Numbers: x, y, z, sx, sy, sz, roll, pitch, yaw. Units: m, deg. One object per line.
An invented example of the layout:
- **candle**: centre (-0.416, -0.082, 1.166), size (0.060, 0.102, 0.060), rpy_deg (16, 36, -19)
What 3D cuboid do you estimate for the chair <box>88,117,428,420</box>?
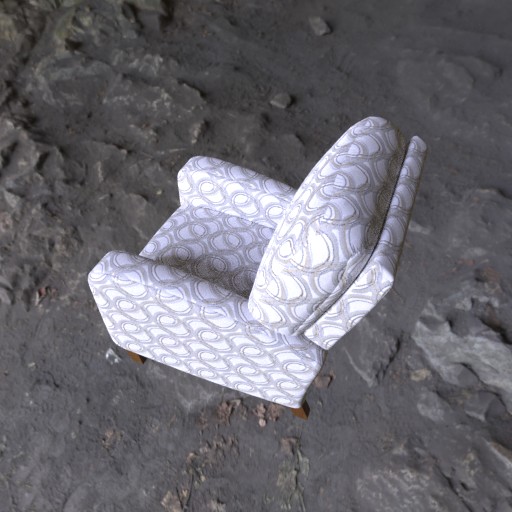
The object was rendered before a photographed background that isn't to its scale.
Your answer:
- **chair**: centre (0.000, 0.000, 1.724), size (0.995, 1.065, 0.796), rpy_deg (17, 49, 15)
